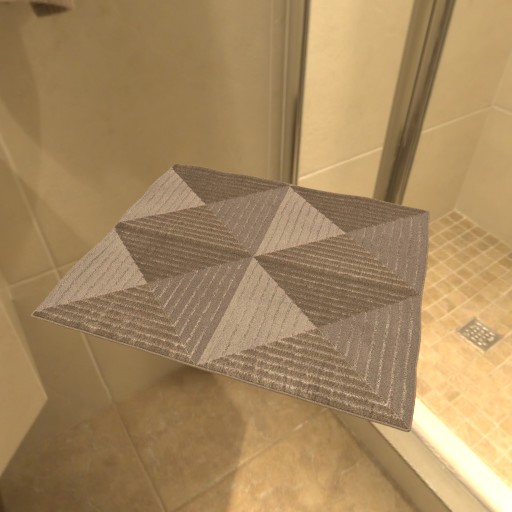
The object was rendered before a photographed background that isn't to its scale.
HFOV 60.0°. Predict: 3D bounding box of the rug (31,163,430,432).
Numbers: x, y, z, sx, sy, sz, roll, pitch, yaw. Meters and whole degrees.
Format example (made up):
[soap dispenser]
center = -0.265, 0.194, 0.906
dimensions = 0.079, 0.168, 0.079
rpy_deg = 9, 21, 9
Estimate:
[rug]
center = 0.000, 0.000, 0.876
dimensions = 0.642, 0.008, 0.551
rpy_deg = 13, 43, 14
